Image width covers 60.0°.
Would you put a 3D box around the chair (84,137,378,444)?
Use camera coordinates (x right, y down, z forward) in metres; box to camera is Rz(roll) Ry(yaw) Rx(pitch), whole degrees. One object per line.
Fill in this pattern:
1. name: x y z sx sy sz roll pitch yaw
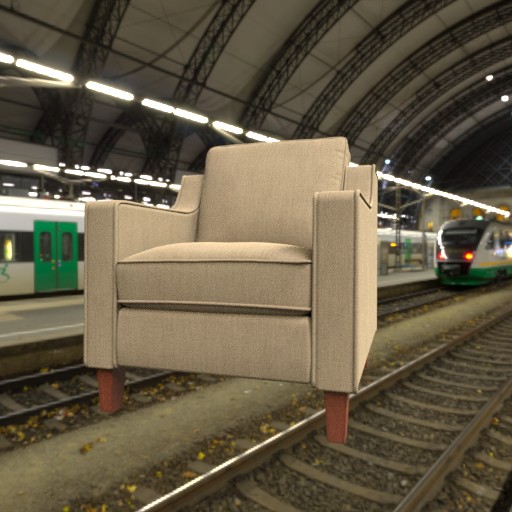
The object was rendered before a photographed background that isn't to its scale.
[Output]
1. chair: 0.000 0.000 1.644 0.831 0.960 0.909 0 1 18
